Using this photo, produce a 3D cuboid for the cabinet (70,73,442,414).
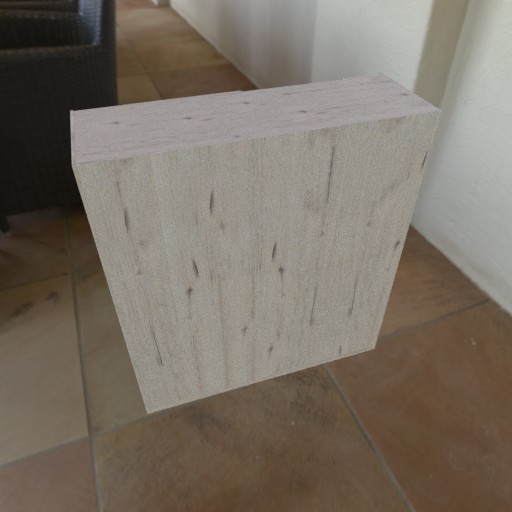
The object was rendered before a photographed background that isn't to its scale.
[{"bbox_3d":[0.000,0.000,3.224,2.000,2.180,0.660,-12,42,-14],"label":"cabinet"}]
